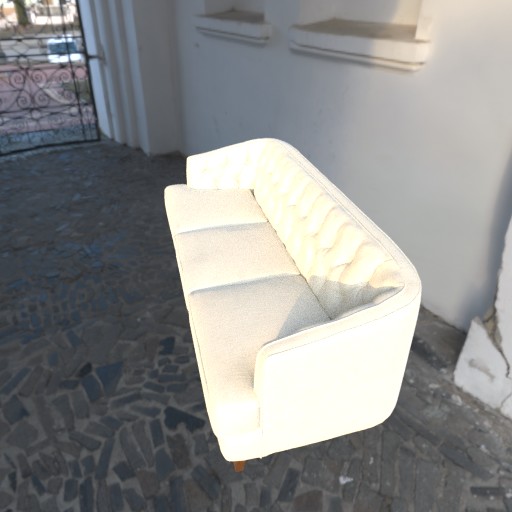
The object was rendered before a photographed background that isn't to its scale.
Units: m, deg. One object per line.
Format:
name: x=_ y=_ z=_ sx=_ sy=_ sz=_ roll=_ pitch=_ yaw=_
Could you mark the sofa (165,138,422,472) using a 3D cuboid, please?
sofa: x=0.000 y=0.000 z=2.692 sx=0.941 sy=0.855 sz=2.278 roll=-8 pitch=32 yaw=-12
